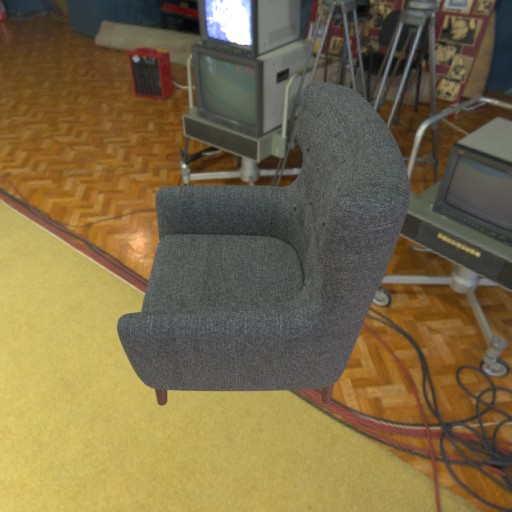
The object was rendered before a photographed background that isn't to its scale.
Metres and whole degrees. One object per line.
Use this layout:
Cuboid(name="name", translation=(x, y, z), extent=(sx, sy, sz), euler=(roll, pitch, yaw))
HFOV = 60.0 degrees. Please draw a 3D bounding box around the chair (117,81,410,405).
Cuboid(name="chair", translation=(0.000, 0.000, 1.724), extent=(0.904, 1.063, 0.878), euler=(0, 40, 0))
